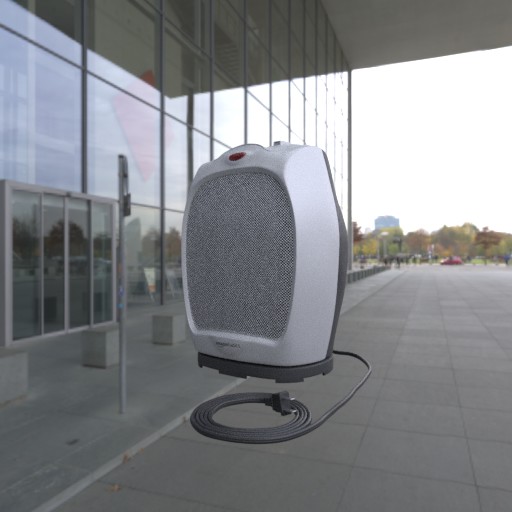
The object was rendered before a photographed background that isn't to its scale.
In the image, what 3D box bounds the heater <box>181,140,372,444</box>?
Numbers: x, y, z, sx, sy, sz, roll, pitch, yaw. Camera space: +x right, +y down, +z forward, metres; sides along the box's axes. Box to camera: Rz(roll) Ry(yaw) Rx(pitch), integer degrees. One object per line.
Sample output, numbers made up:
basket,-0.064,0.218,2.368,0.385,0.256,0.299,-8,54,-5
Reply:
heater,0.000,0.000,0.462,0.239,0.255,0.291,0,0,36
